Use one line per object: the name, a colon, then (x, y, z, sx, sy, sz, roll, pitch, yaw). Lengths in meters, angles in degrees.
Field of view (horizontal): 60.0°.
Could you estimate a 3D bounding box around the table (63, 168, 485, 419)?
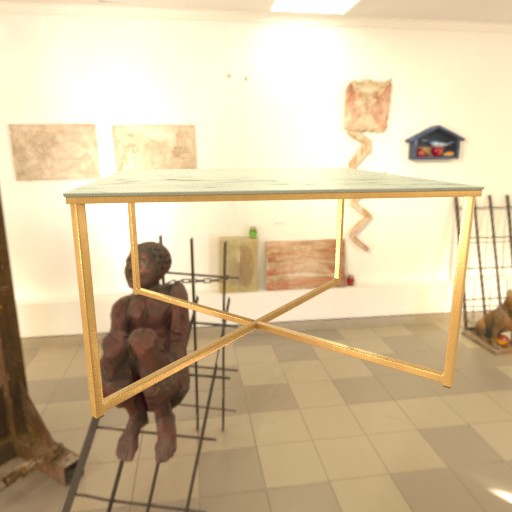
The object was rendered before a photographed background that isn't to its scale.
table: (0.000, 0.000, 1.262, 0.800, 0.450, 0.800, -2, 14, -9)
